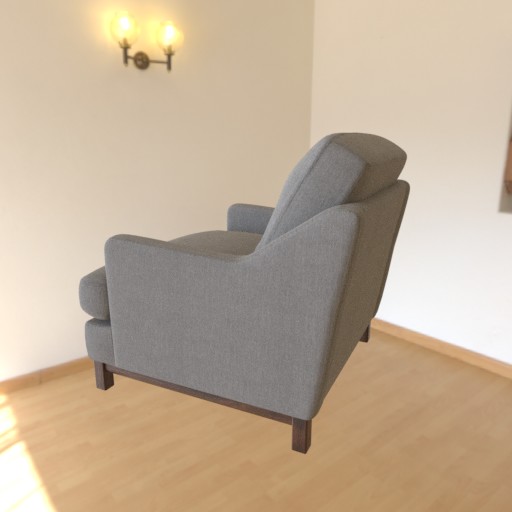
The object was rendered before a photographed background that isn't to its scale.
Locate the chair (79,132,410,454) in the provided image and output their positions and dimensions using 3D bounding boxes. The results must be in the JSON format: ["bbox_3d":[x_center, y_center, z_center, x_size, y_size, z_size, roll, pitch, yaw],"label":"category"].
[{"bbox_3d":[0.000,0.000,1.541,0.892,0.821,0.826,7,16,25],"label":"chair"}]
